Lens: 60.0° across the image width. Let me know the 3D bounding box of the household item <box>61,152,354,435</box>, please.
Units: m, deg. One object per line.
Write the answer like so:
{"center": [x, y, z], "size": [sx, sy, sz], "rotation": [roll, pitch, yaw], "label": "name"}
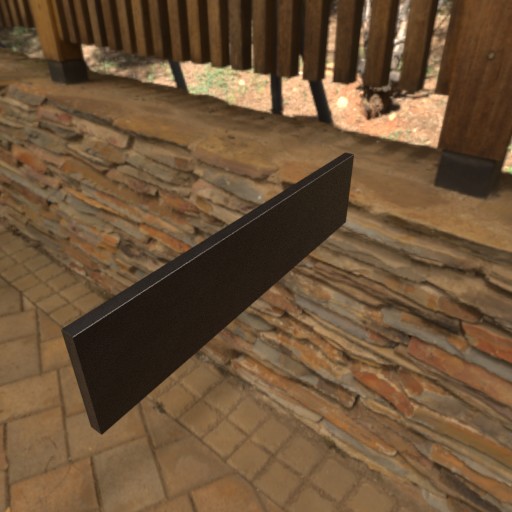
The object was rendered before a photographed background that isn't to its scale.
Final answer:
{"center": [0.000, 0.000, 1.086], "size": [0.030, 0.236, 1.001], "rotation": [21, 38, 29], "label": "household item"}
